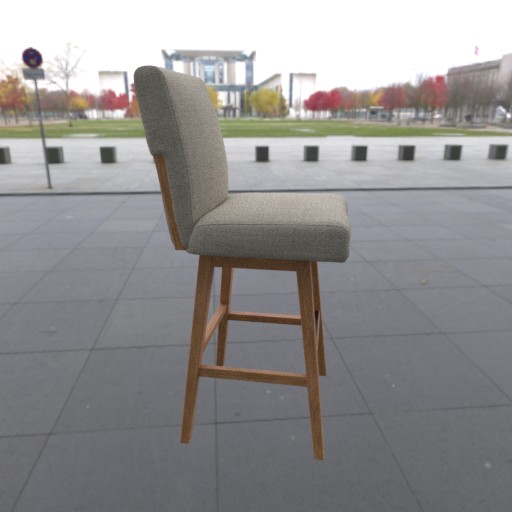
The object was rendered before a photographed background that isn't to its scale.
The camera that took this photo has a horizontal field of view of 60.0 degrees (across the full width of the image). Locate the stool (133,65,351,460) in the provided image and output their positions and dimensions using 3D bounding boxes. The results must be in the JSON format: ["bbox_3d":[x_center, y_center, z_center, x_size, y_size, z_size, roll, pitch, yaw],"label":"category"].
[{"bbox_3d":[0.000,0.000,1.420,0.569,1.106,0.483,3,18,9],"label":"stool"}]
